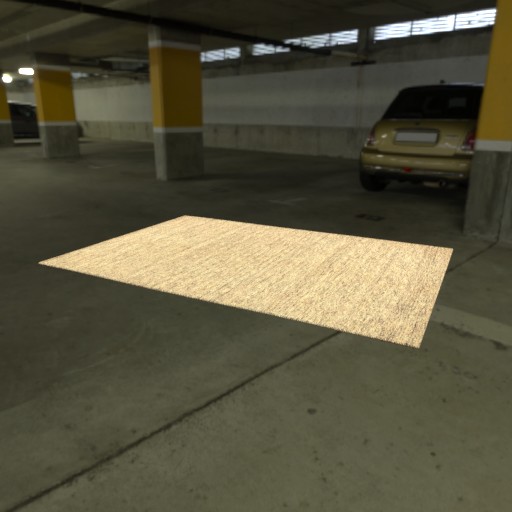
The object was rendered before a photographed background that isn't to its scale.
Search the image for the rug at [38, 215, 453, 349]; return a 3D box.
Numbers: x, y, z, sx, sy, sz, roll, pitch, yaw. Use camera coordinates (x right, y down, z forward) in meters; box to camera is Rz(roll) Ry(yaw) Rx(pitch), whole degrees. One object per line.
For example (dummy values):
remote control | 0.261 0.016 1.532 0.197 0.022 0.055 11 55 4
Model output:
rug | 0.000 0.000 2.931 2.283 0.013 1.547 9 20 26
